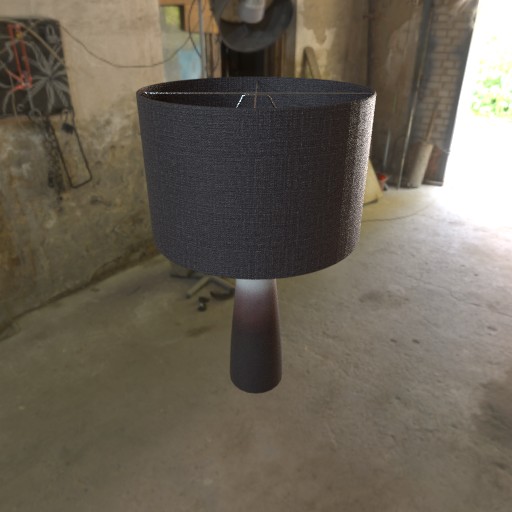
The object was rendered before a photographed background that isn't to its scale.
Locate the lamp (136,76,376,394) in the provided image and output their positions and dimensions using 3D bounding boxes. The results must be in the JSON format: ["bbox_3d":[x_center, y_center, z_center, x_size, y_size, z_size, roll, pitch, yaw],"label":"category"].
[{"bbox_3d":[0.000,0.000,0.687,0.303,0.488,0.303,0,28,0],"label":"lamp"}]
